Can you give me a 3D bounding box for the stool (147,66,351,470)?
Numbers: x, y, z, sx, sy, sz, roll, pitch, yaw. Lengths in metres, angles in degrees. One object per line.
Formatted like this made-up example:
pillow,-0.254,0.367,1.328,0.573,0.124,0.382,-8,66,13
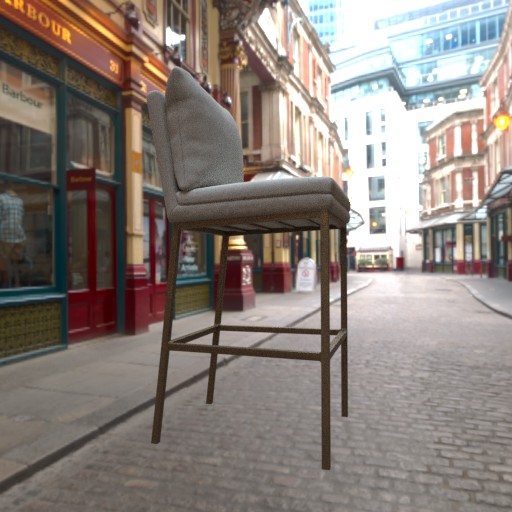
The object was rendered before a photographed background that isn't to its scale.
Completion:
stool,0.000,0.000,1.451,0.572,1.125,0.463,0,-1,18
